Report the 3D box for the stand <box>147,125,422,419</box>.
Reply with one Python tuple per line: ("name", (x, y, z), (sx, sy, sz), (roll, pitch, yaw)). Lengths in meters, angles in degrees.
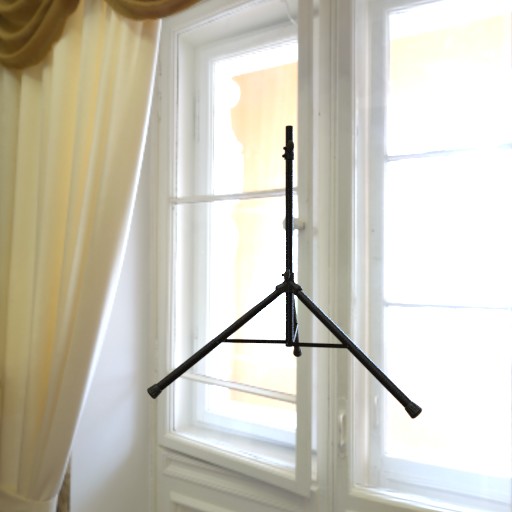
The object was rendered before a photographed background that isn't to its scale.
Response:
("stand", (0.000, 0.000, 1.895), (0.907, 1.136, 1.045), (0, 0, -17))
